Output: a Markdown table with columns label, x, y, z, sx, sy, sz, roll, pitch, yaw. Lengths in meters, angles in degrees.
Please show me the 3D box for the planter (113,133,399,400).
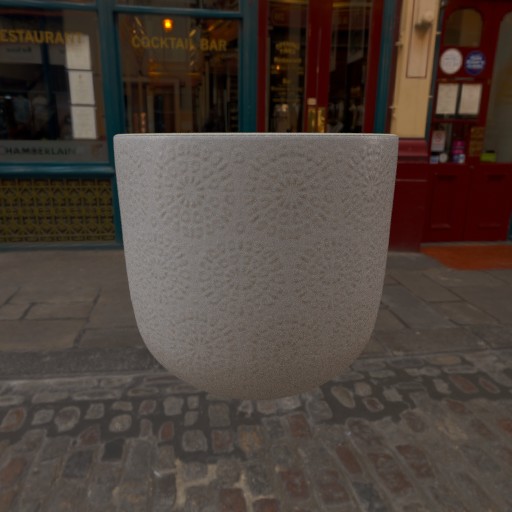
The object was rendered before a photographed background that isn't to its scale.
| label | x | y | z | sx | sy | sz | roll | pitch | yaw |
| --- | --- | --- | --- | --- | --- | --- | --- | --- | --- |
| planter | 0.000 | 0.000 | 0.361 | 0.208 | 0.190 | 0.208 | 0 | 15 | 0 |
